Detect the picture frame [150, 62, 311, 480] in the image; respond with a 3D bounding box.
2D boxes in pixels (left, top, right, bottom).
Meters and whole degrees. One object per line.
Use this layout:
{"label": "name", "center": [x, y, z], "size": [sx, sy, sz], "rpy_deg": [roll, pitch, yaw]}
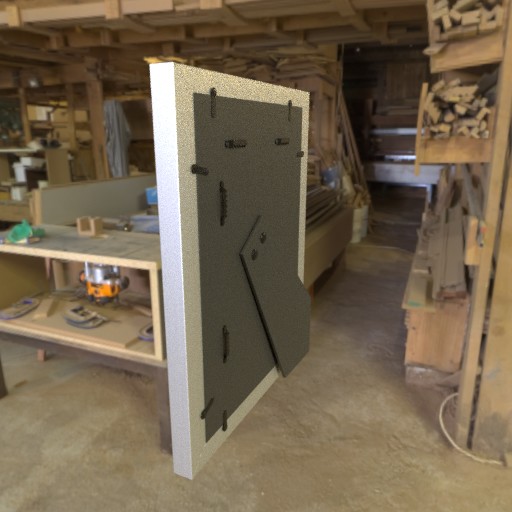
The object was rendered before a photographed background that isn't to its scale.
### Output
{"label": "picture frame", "center": [0.000, 0.000, 0.525], "size": [0.036, 0.386, 0.307], "rpy_deg": [8, 17, 25]}
